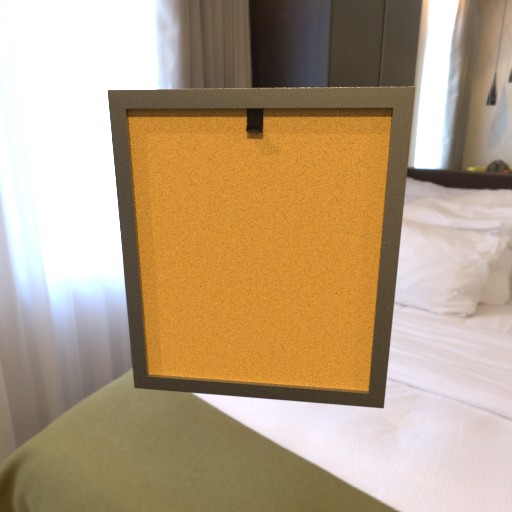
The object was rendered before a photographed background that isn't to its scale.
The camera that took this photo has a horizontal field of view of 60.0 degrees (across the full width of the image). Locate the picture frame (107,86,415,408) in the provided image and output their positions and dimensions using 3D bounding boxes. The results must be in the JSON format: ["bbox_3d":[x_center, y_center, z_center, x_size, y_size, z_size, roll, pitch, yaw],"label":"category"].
[{"bbox_3d":[0.000,0.000,1.370,0.839,0.968,0.073,2,17,7],"label":"picture frame"}]
